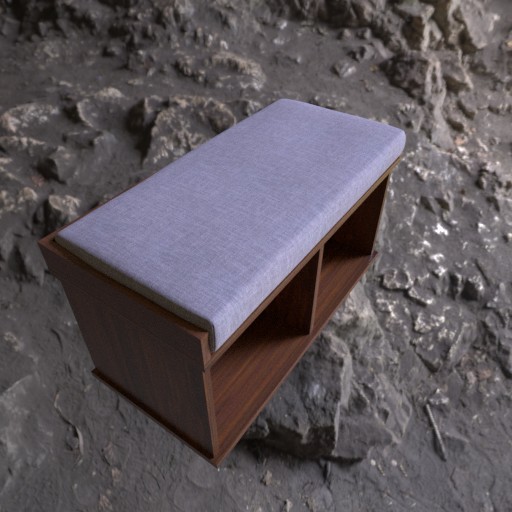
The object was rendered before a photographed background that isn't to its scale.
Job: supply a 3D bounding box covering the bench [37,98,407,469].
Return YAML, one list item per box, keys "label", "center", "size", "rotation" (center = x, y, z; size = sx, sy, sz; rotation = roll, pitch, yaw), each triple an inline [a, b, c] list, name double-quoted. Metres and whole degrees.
- label: "bench"
  center: [0.000, 0.000, 1.006]
  size: [0.362, 0.461, 0.734]
  rotation: [25, 47, 26]
